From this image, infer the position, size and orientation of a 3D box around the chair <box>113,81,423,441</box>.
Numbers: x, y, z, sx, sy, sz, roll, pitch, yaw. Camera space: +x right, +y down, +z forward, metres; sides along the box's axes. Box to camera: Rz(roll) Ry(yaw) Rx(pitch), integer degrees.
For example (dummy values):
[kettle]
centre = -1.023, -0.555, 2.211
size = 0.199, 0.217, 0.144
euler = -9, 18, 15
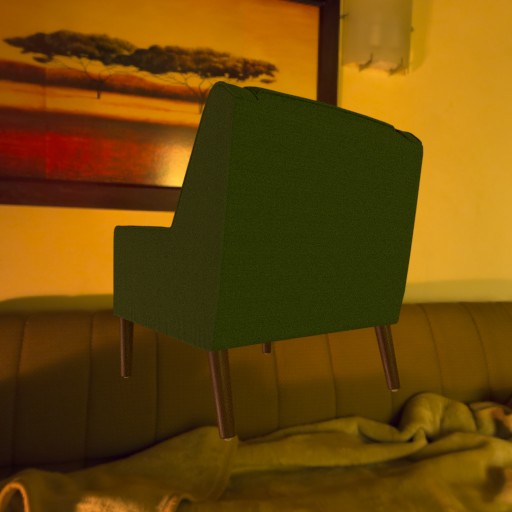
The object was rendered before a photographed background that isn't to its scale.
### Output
[chair]
centre = 0.000, 0.000, 1.364
size = 0.663, 0.792, 0.743
euler = 0, 0, -36
